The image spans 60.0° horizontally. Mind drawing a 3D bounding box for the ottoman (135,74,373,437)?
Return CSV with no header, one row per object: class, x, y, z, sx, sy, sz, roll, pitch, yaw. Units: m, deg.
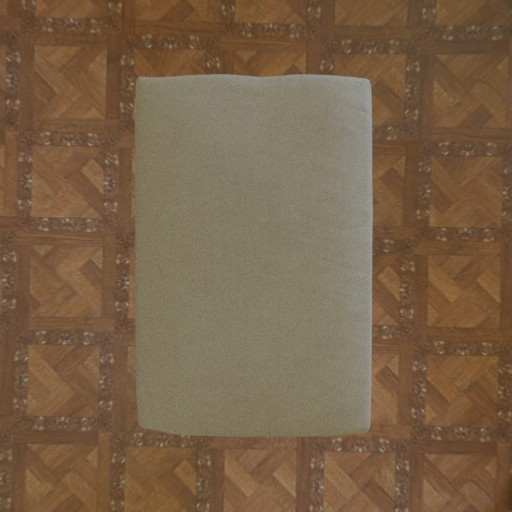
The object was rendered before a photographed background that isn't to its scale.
ottoman,0.000,0.000,1.210,0.590,0.444,0.872,0,91,1
